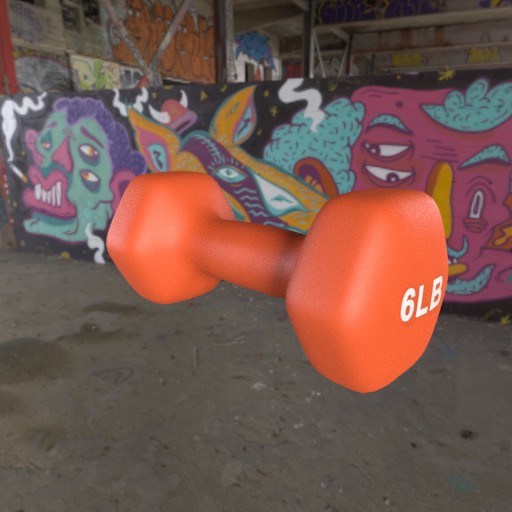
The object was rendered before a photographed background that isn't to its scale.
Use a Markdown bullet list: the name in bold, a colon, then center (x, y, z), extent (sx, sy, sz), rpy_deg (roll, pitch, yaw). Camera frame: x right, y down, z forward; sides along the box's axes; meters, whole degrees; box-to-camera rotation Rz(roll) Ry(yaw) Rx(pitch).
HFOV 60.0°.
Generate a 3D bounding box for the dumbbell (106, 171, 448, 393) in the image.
- **dumbbell**: center (0.000, 0.000, 0.207), extent (0.162, 0.071, 0.079), rpy_deg (14, 21, 43)
